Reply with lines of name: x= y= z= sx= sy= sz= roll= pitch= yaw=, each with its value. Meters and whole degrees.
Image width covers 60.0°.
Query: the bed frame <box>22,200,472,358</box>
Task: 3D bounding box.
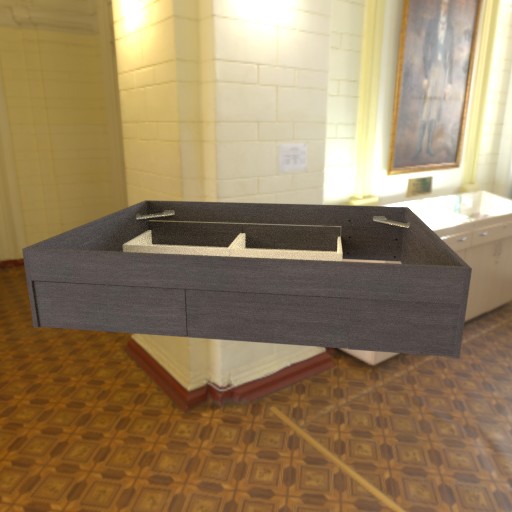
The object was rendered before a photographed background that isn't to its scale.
bed frame: x=0.000 y=0.000 z=2.629 sx=1.944 sy=0.459 sz=1.448 roll=2 pitch=16 yaw=8
